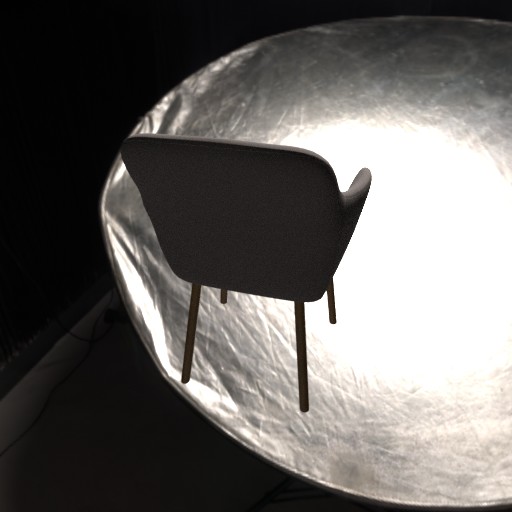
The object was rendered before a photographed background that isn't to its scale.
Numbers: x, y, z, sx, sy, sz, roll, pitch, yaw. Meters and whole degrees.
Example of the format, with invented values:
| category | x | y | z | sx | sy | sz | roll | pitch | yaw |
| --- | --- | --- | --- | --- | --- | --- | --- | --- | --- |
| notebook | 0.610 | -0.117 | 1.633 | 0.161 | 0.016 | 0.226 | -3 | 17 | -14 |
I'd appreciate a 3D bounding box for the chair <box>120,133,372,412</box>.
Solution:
| category | x | y | z | sx | sy | sz | roll | pitch | yaw |
| --- | --- | --- | --- | --- | --- | --- | --- | --- | --- |
| chair | 0.000 | 0.000 | 1.256 | 0.570 | 0.830 | 0.590 | 9 | 33 | 14 |
